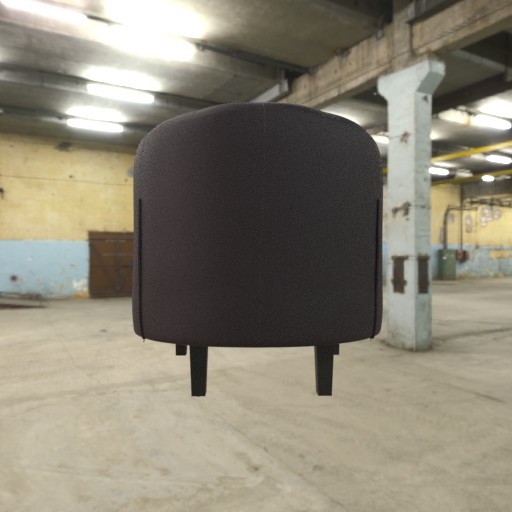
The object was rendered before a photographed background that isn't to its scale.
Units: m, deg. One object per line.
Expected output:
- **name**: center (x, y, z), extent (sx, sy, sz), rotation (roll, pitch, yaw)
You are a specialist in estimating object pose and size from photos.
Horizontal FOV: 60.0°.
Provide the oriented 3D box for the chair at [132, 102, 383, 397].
- **chair**: center (0.000, 0.000, 1.649), extent (0.763, 0.760, 1.191), rotation (0, 0, -1)
